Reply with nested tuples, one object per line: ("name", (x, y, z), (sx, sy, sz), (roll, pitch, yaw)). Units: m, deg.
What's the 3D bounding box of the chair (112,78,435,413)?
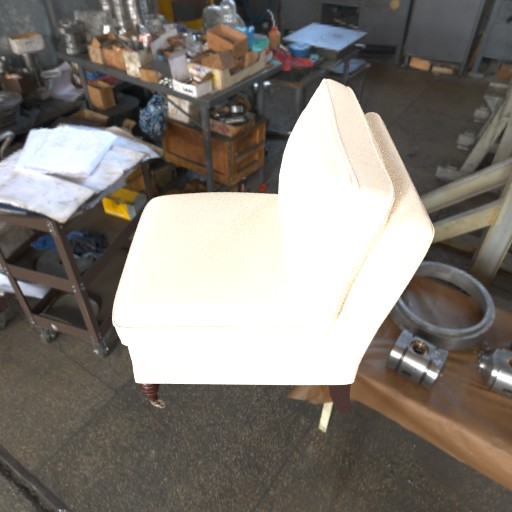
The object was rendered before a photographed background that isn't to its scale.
("chair", (0.000, 0.000, 1.383), (0.781, 0.887, 0.630), (0, 42, 0))
